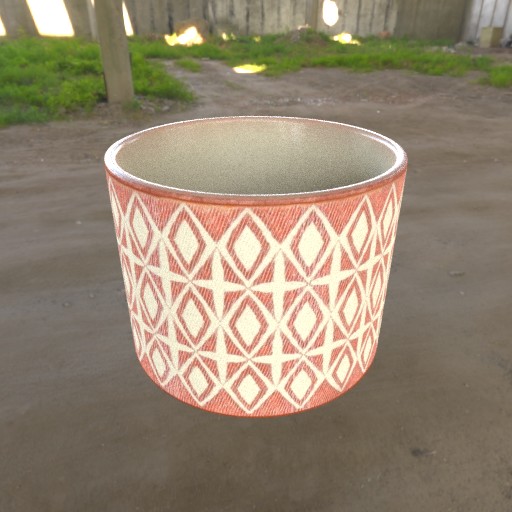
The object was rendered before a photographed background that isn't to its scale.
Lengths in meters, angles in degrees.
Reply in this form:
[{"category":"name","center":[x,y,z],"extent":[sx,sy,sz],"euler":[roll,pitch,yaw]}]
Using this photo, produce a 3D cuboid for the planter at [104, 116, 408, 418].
[{"category":"planter","center":[0.000,0.000,0.472],"extent":[0.273,0.237,0.273],"euler":[0,29,0]}]
